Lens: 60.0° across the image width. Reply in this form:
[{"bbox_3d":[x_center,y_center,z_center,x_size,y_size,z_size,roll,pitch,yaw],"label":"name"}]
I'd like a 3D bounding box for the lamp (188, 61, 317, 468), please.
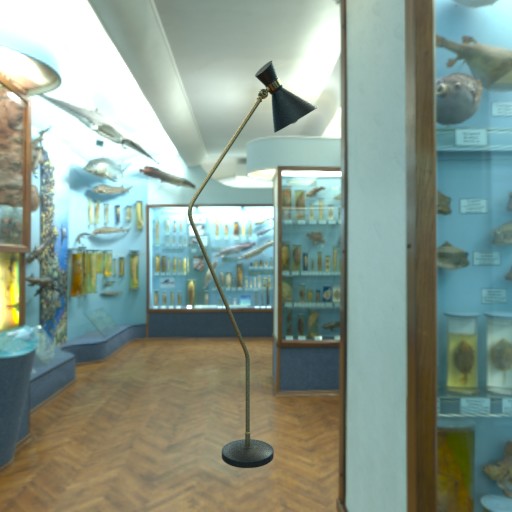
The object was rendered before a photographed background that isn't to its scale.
[{"bbox_3d":[0.000,0.000,1.644,0.467,1.438,0.277,0,-1,0],"label":"lamp"}]
